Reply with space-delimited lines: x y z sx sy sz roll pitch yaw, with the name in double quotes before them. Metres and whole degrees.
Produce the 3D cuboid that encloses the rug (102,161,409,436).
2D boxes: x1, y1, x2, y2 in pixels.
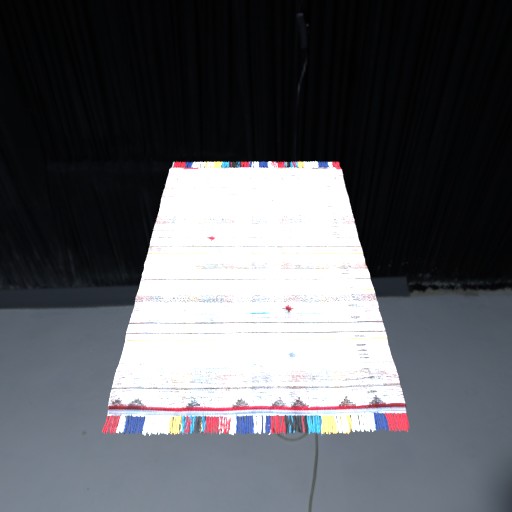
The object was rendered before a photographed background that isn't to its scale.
"rug" 0.000 0.000 2.952 1.465 0.012 2.465 0 42 0
